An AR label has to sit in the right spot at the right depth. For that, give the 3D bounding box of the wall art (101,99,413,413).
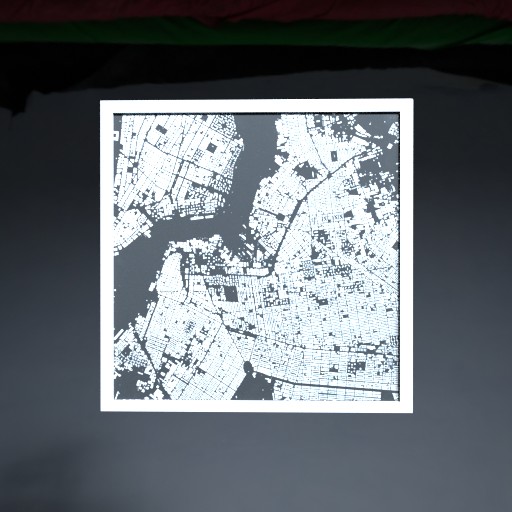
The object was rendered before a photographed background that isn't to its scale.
[{"bbox_3d":[0.000,0.000,0.737,0.506,0.506,0.038,0,0,1],"label":"wall art"}]
